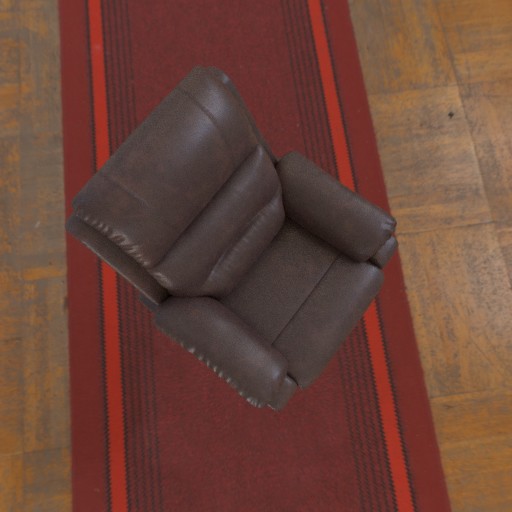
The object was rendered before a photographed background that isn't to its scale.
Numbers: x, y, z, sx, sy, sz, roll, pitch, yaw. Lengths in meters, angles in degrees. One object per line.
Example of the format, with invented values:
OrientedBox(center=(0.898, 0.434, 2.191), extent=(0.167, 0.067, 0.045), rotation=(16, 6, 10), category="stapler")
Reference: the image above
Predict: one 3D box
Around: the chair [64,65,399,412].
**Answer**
OrientedBox(center=(0.000, 0.000, 1.653), extent=(0.919, 0.992, 0.855), rotation=(37, 79, 8), category="chair")
